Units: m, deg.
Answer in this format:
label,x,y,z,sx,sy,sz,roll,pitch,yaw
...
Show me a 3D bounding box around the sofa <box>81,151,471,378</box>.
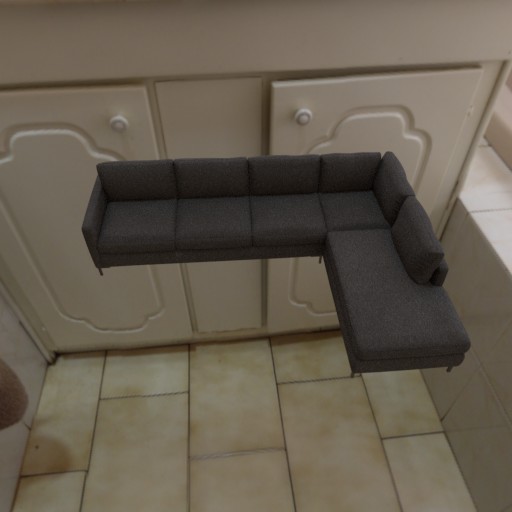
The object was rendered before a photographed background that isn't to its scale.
label,x,y,z,sx,sy,sz,roll,pitch,yaw
sofa,0.000,0.000,3.737,2.949,0.815,2.007,-3,46,-3
